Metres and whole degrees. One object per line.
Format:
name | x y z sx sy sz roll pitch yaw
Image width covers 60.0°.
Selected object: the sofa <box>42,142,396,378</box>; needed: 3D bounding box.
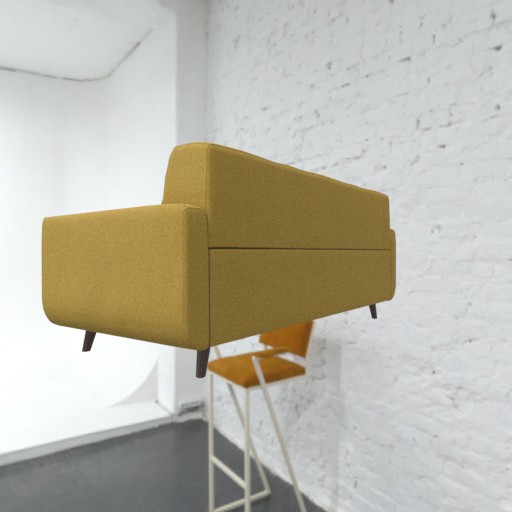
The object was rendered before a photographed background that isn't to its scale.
sofa | 0.000 0.000 2.469 0.909 0.841 2.029 0 1 36
